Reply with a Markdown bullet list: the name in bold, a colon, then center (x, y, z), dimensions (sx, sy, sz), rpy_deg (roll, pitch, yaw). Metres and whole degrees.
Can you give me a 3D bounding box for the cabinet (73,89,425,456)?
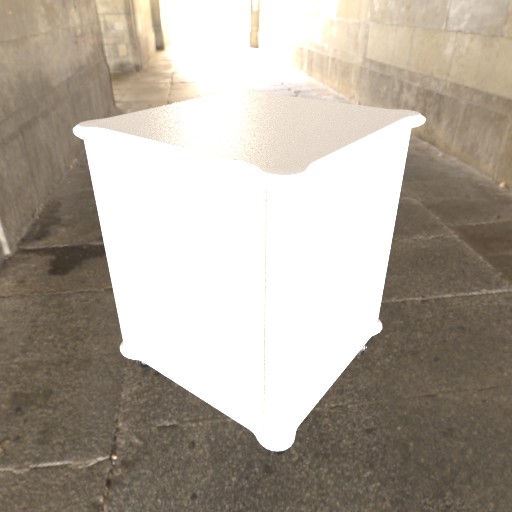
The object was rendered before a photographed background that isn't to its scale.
- **cabinet**: center (0.000, 0.000, 1.247), dimensions (0.628, 0.761, 0.627), rpy_deg (21, 36, 32)
